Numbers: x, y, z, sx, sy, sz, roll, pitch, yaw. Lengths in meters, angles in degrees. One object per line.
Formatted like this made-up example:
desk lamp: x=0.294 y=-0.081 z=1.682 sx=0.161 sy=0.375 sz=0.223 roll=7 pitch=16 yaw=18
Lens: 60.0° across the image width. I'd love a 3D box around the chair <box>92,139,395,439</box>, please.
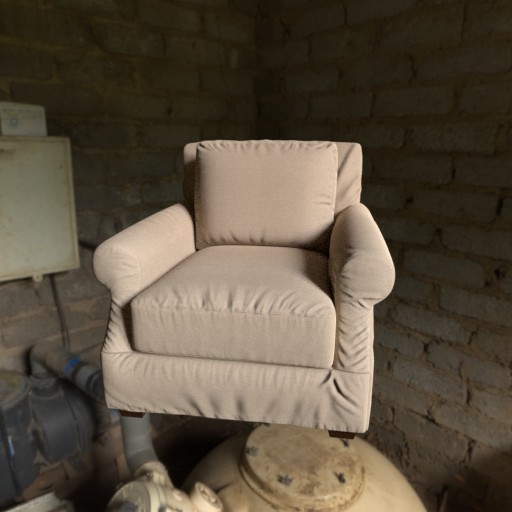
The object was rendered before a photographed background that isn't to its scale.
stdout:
chair: x=0.000 y=0.000 z=1.712 sx=0.940 sy=0.866 sz=1.066 roll=2 pitch=15 yaw=9
